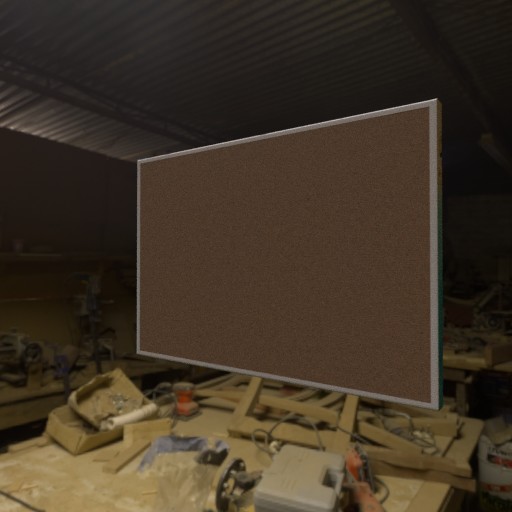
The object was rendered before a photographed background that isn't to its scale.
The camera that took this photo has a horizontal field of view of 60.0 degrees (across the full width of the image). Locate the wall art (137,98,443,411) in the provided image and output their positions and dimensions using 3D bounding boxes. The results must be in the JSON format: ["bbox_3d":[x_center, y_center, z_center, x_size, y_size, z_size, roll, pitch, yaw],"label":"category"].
[{"bbox_3d":[0.000,0.000,1.437,1.136,0.769,0.040,-1,-1,36],"label":"wall art"}]
